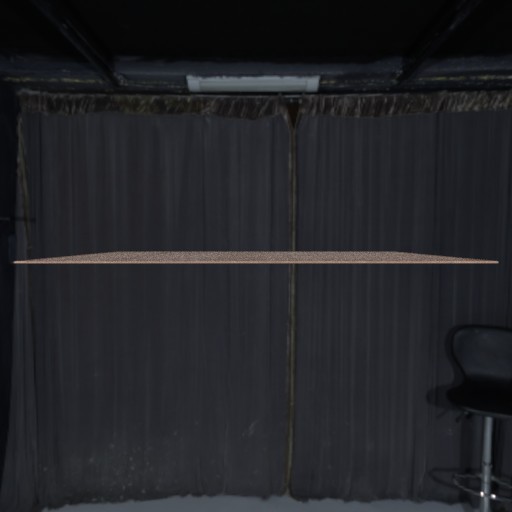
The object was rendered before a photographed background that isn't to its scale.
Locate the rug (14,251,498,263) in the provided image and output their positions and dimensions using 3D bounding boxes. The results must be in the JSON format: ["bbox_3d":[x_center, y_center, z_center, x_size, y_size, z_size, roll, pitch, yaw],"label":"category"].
[{"bbox_3d":[0.000,0.000,2.841,2.286,0.011,1.524,0,2,0],"label":"rug"}]
